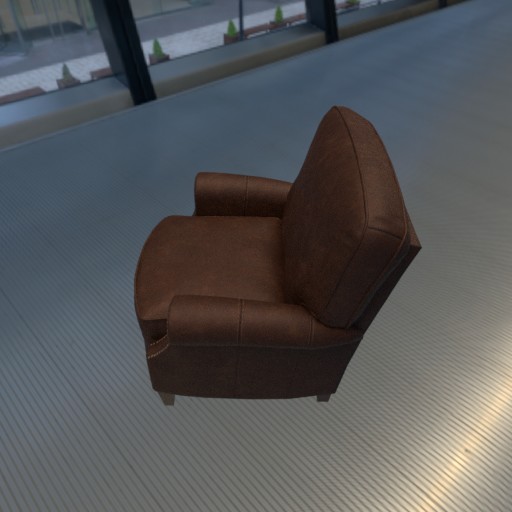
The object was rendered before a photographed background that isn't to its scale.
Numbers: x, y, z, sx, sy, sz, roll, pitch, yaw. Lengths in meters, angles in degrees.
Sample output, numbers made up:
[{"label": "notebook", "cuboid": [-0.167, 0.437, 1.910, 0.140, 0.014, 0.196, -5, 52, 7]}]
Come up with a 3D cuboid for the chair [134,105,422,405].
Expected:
[{"label": "chair", "cuboid": [0.000, 0.000, 1.783, 0.986, 1.018, 0.936, 0, 42, 0]}]
